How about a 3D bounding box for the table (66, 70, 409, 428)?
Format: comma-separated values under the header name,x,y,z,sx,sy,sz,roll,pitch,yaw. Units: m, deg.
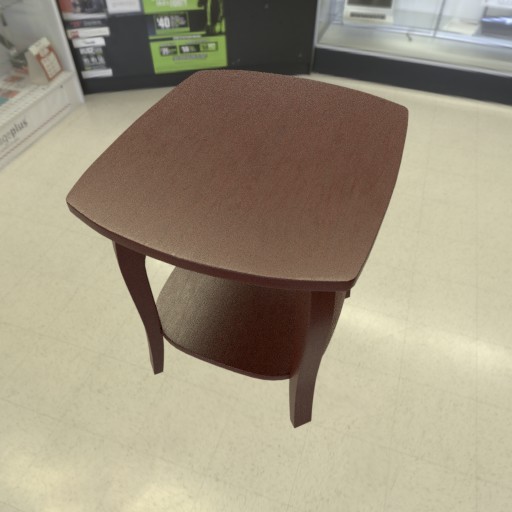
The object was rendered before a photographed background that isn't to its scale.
name,x,y,z,sx,sy,sz,roll,pitch,yaw
table,0.000,0.000,0.868,0.433,0.496,0.502,16,49,14
